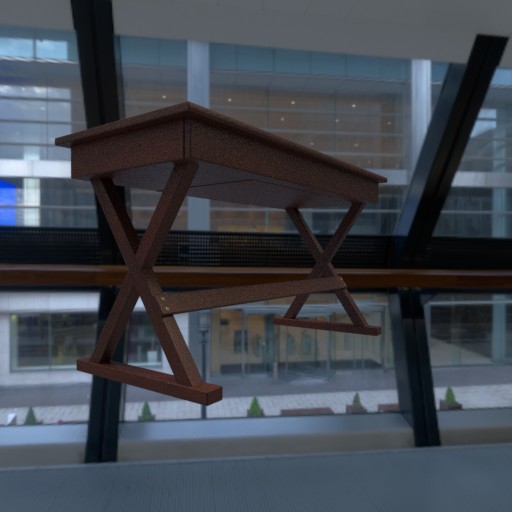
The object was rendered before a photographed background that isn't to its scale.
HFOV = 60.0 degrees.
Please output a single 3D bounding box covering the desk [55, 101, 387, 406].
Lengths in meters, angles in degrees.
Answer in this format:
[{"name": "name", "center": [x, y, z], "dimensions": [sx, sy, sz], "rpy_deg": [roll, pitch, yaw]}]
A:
[{"name": "desk", "center": [0.000, 0.000, 1.802], "dimensions": [0.600, 0.761, 1.372], "rpy_deg": [0, 1, 36]}]
